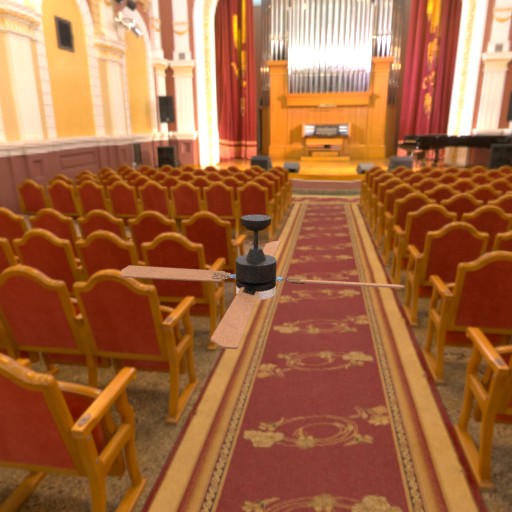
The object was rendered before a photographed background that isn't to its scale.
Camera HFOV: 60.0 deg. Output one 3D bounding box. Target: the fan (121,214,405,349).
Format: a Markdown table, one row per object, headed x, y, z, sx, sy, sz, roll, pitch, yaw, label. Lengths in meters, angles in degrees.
| x | y | z | sx | sy | sz | roll | pitch | yaw | label |
| --- | --- | --- | --- | --- | --- | --- | --- | --- | --- |
| 0.000 | 0.000 | 2.015 | 1.320 | 0.355 | 1.320 | 3 | 17 | 9 | fan |
